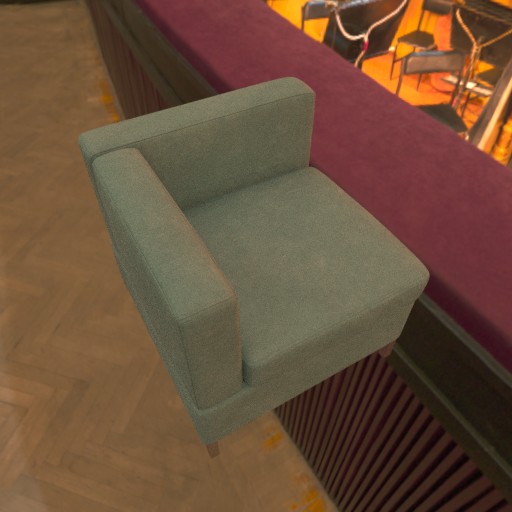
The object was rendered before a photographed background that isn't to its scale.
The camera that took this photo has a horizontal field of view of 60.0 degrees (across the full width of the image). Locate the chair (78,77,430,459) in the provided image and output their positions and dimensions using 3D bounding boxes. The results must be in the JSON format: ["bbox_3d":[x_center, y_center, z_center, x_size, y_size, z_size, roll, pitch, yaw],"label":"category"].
[{"bbox_3d":[0.000,0.000,1.244,0.680,0.660,0.680,-23,51,-20],"label":"chair"}]
